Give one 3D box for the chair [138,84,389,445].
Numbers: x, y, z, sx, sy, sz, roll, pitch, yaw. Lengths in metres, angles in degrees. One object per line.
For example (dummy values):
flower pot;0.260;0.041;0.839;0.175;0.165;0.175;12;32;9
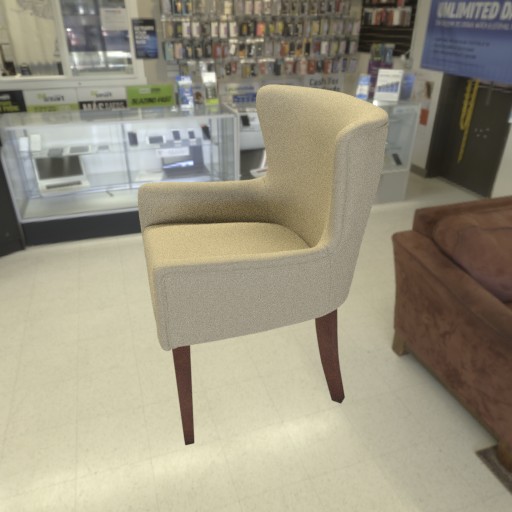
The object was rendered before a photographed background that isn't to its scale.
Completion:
chair;0.000;0.000;1.425;0.686;0.952;0.660;-8;30;-14
